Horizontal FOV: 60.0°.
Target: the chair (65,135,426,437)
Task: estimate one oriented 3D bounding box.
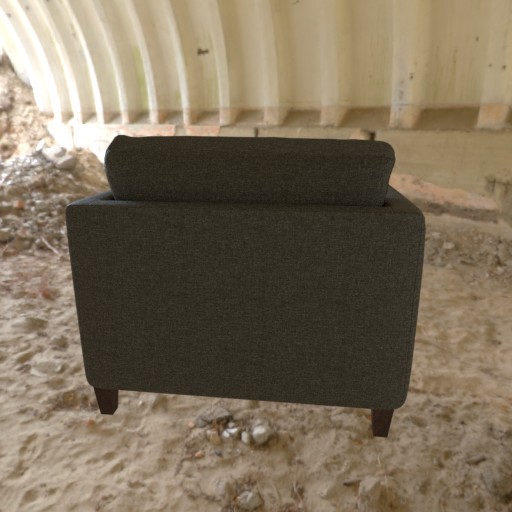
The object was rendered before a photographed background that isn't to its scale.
[{"bbox_3d":[0.000,0.000,1.807,1.107,0.963,0.959,2,17,7],"label":"chair"}]
